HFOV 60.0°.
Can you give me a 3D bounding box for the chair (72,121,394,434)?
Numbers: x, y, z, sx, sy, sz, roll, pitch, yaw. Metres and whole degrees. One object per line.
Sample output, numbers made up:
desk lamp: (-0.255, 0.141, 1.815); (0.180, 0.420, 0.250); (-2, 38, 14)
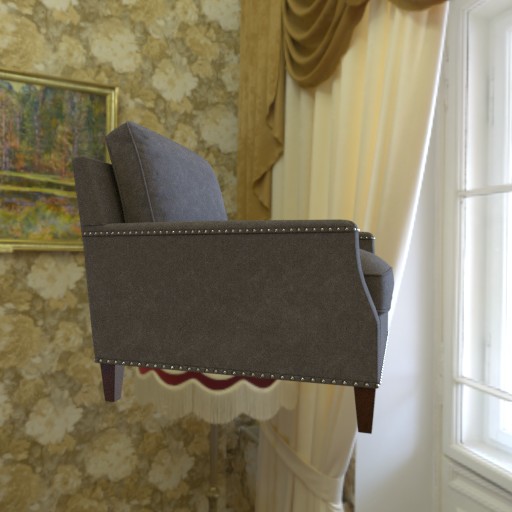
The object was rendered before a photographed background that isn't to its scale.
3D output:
chair: (0.000, 0.000, 1.709); (1.014, 0.948, 0.853); (0, 0, 18)
